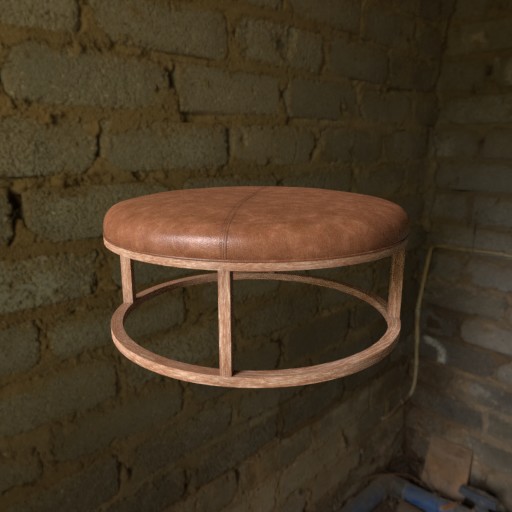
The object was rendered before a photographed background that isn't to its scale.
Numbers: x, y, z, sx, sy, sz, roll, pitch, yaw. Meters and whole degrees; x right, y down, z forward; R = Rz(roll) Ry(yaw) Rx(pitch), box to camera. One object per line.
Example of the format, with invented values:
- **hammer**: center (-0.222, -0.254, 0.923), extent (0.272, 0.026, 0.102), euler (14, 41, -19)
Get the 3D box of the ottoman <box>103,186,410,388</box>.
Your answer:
- **ottoman**: center (0.000, 0.000, 1.552), extent (1.006, 0.445, 1.006), euler (0, 14, 0)
